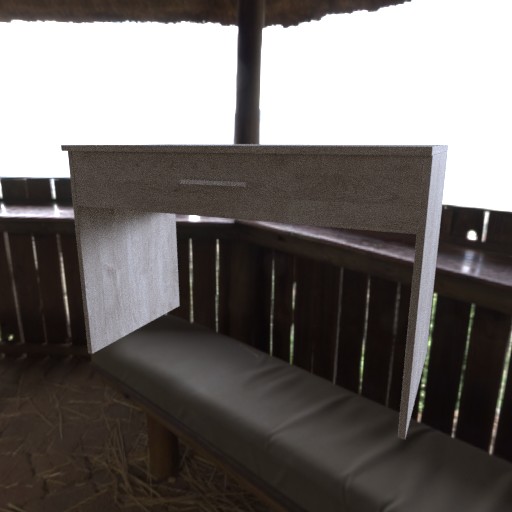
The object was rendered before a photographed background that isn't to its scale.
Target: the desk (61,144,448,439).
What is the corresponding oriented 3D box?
[{"bbox_3d":[0.000,0.000,1.501,1.100,0.730,0.560,7,16,25],"label":"desk"}]
